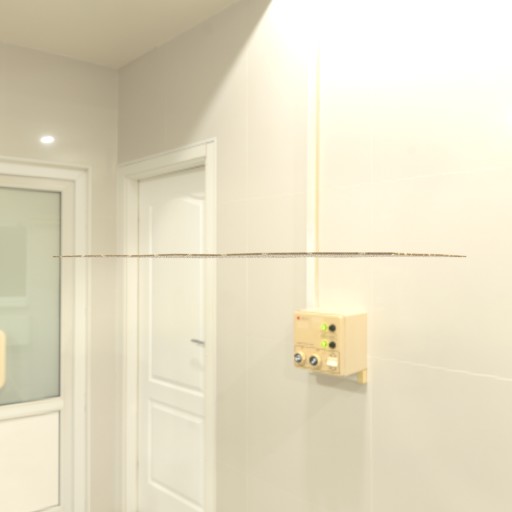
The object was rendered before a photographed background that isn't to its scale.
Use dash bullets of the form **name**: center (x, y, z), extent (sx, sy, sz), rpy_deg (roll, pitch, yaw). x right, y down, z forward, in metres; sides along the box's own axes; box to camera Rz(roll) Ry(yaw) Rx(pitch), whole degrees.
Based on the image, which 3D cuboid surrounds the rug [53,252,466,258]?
- **rug**: center (0.000, 0.000, 2.230), extent (1.761, 0.013, 1.152), rpy_deg (0, -1, 35)
